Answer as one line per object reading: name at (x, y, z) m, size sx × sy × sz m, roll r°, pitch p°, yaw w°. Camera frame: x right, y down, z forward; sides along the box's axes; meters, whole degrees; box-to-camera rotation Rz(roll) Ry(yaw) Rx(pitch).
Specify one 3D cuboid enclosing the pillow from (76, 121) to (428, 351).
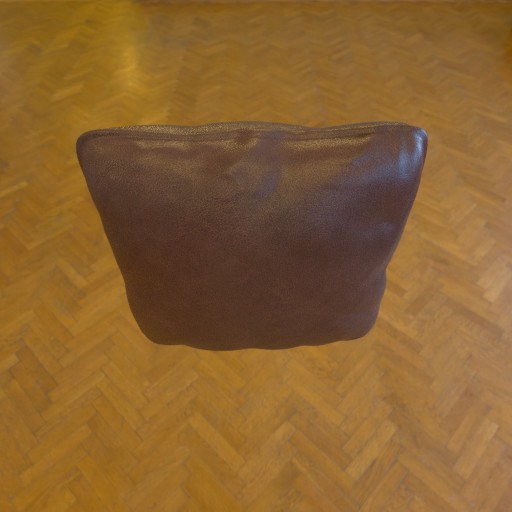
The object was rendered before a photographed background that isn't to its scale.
pillow at (0.000, 0.000, 0.819) m, size 0.532 × 0.523 × 0.236 m, roll -1°, pitch 46°, yaw -1°
